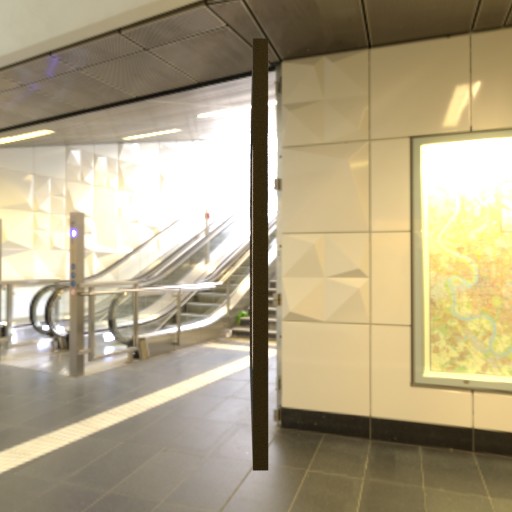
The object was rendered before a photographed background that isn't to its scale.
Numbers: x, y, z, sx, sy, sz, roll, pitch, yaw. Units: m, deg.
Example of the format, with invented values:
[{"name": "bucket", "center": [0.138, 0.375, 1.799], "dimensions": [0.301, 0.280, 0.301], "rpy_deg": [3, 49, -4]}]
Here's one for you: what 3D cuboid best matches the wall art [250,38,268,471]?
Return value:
[{"name": "wall art", "center": [0.000, 0.000, 0.542], "dimensions": [0.013, 0.356, 0.356], "rpy_deg": [0, -1, -1]}]
